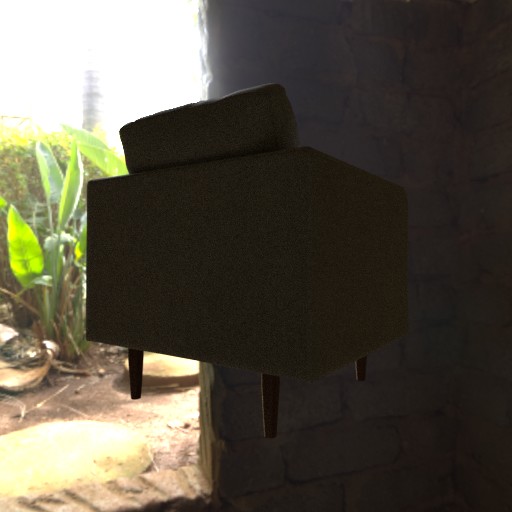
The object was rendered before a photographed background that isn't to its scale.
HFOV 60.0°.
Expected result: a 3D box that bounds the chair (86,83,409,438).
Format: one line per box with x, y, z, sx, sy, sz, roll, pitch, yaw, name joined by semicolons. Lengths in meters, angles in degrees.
0.000;0.000;1.550;0.855;0.927;0.800;0;0;35;chair
